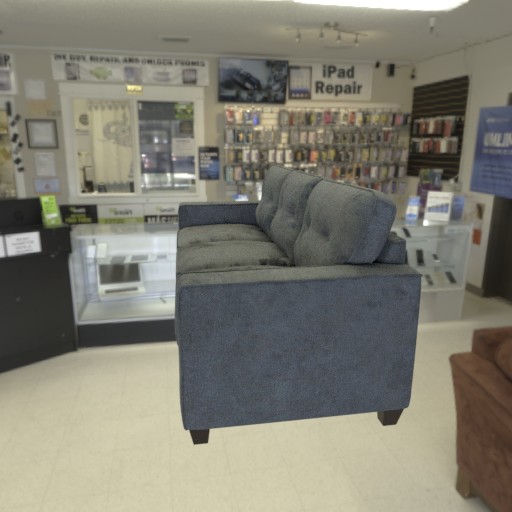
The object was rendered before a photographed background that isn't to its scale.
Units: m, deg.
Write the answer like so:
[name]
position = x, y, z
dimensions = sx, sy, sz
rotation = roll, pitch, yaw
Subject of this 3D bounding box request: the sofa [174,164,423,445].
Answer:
[sofa]
position = 0.000, 0.000, 2.622
dimensions = 0.939, 0.965, 2.133
rotation = -2, 15, -9
